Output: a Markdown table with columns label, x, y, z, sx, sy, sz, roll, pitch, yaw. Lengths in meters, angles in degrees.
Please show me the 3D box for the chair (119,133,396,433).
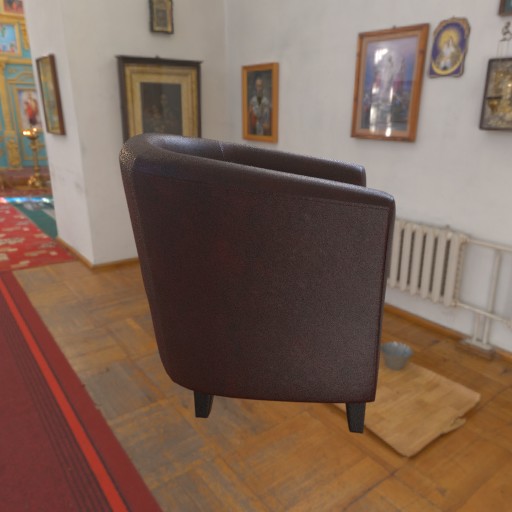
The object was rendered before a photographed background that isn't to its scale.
| label | x | y | z | sx | sy | sz | roll | pitch | yaw |
| --- | --- | --- | --- | --- | --- | --- | --- | --- | --- |
| chair | 0.000 | 0.000 | 1.415 | 0.727 | 0.756 | 0.792 | 2 | 17 | 8 |
